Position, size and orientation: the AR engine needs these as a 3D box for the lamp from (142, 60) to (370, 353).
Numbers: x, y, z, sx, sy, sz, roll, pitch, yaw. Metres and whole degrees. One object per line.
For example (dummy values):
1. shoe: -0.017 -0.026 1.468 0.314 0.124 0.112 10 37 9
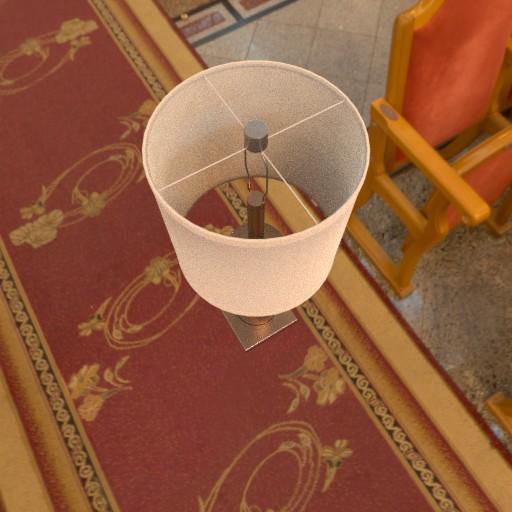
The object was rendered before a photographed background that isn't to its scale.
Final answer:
1. lamp: 0.000 0.000 0.610 0.202 0.509 0.202 -29 68 -13
